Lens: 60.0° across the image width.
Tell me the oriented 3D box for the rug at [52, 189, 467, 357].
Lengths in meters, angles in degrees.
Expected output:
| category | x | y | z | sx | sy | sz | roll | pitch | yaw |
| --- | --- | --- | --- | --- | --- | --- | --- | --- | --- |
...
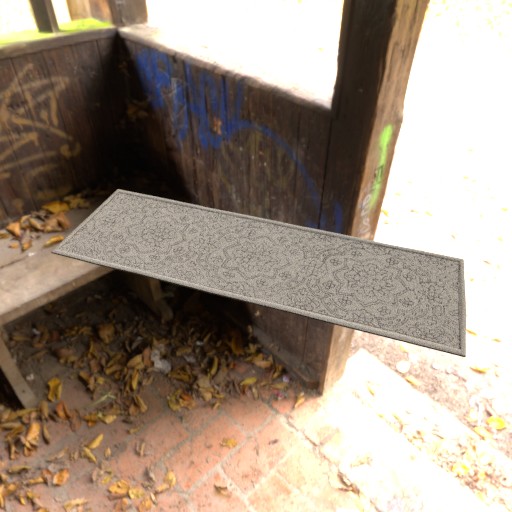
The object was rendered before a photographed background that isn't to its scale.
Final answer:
| category | x | y | z | sx | sy | sz | roll | pitch | yaw |
| --- | --- | --- | --- | --- | --- | --- | --- | --- | --- |
| rug | 0.000 | 0.000 | 2.741 | 2.448 | 0.012 | 0.769 | 13 | 43 | 14 |
